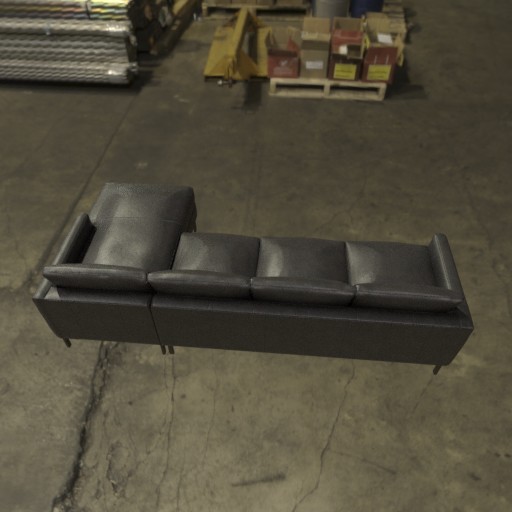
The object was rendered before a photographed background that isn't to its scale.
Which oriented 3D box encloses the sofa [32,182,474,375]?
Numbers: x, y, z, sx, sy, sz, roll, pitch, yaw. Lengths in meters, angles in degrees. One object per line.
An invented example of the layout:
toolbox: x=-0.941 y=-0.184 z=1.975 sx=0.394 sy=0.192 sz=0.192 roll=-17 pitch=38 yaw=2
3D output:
sofa: x=0.000 y=0.000 z=3.602 sx=2.993 sy=0.859 sz=1.471 roll=3 pitch=47 yaw=3
